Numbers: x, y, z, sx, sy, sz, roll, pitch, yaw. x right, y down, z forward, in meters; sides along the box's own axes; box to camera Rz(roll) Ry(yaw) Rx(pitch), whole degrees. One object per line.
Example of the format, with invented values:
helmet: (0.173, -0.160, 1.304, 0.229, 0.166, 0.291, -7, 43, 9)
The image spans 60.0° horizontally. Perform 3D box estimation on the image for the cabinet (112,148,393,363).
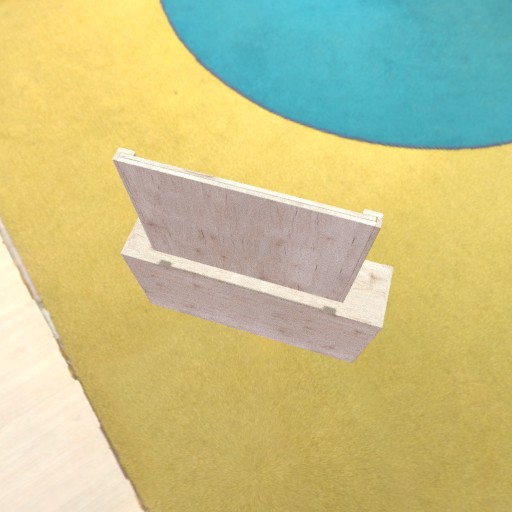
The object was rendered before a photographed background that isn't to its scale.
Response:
cabinet: (0.000, 0.000, 2.781, 1.700, 1.981, 0.420, 15, 65, 7)
